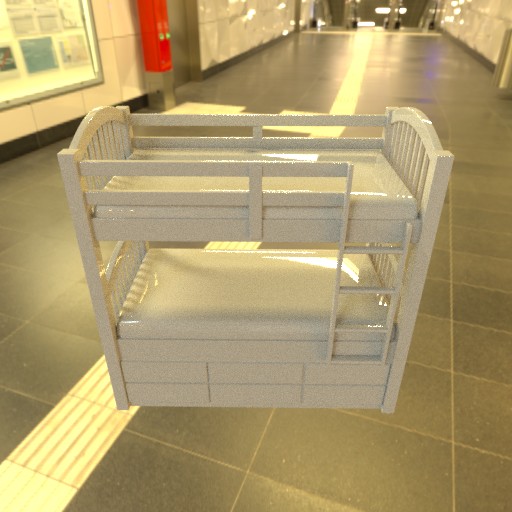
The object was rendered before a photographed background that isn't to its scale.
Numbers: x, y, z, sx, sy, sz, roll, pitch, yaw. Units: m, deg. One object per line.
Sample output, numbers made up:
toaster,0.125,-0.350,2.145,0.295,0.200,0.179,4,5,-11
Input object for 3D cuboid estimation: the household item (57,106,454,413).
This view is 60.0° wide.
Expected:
household item,0.000,0.000,3.190,2.032,2.032,1.143,0,31,1
